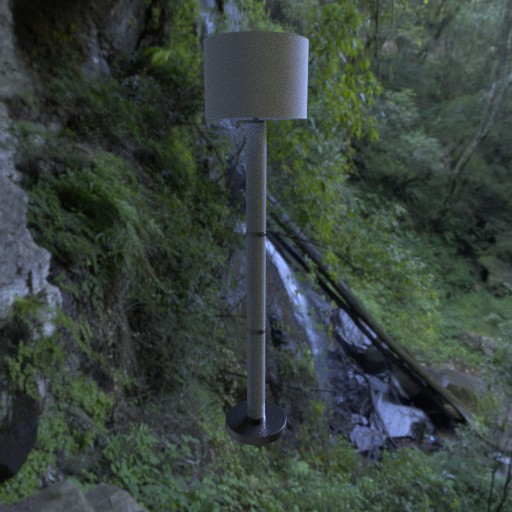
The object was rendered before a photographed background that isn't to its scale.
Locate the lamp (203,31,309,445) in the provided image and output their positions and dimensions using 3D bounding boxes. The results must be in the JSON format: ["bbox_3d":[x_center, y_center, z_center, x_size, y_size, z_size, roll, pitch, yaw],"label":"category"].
[{"bbox_3d":[0.000,0.000,1.800,0.377,1.599,0.377,-3,16,-9],"label":"lamp"}]
